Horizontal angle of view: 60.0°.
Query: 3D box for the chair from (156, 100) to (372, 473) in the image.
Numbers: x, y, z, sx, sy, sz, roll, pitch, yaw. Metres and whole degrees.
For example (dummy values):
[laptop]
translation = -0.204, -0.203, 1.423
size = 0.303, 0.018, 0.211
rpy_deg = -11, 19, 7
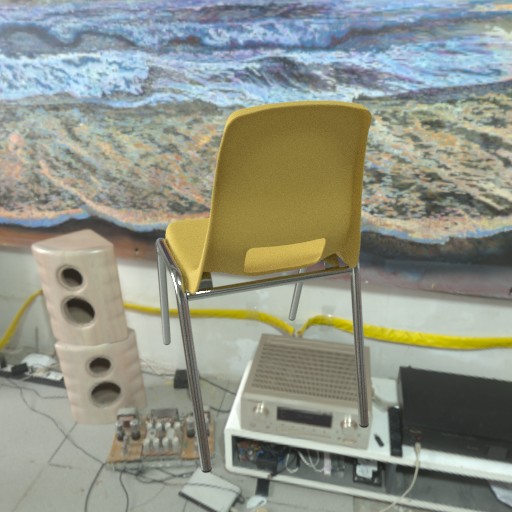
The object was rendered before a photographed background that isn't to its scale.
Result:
[chair]
translation = 0.000, 0.000, 0.917
size = 0.381, 0.653, 0.436
rpy_deg = -8, 27, -17
